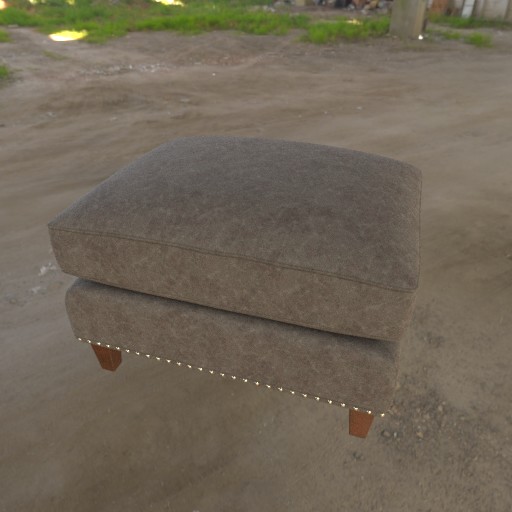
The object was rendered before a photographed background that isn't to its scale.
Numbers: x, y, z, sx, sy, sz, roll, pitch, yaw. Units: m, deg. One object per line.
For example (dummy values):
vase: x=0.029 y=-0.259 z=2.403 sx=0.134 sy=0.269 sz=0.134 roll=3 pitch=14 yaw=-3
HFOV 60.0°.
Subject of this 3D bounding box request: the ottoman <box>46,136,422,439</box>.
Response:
ottoman: x=0.000 y=0.000 z=1.127 sx=0.741 sy=0.513 sz=0.584 roll=10 pitch=34 yaw=15
